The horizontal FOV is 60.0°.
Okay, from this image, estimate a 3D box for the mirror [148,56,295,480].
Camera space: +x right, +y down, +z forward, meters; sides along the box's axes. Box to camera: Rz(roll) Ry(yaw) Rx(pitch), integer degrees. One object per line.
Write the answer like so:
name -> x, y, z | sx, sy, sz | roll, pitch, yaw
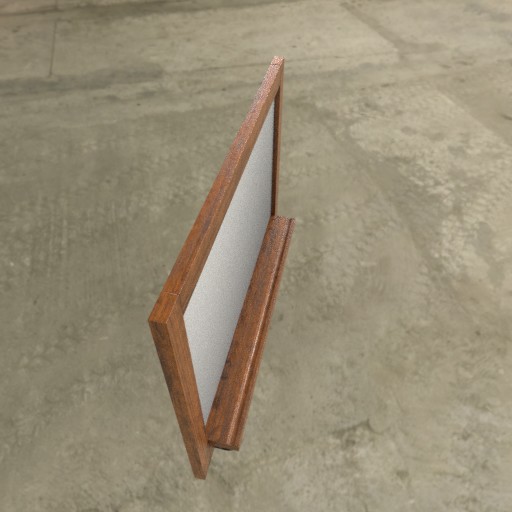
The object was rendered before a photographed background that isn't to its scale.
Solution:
mirror -> 0.000, 0.000, 0.948 | 0.084, 0.537, 0.758 | 9, 47, 9
